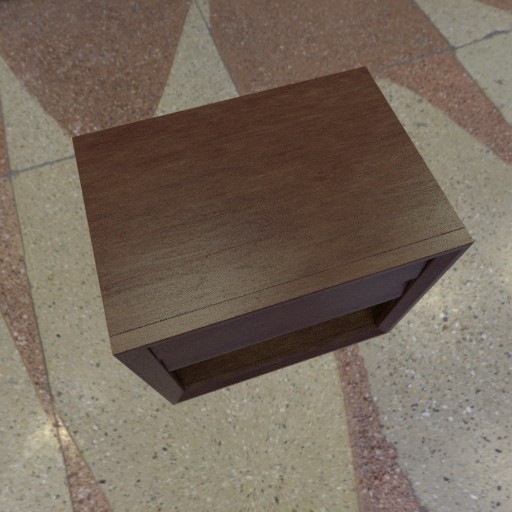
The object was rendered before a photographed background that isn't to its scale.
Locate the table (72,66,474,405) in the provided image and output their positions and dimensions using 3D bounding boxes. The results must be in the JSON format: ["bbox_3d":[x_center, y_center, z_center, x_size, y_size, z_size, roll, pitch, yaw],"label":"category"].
[{"bbox_3d":[0.000,0.000,1.007,0.557,0.609,0.449,-16,65,-8],"label":"table"}]
